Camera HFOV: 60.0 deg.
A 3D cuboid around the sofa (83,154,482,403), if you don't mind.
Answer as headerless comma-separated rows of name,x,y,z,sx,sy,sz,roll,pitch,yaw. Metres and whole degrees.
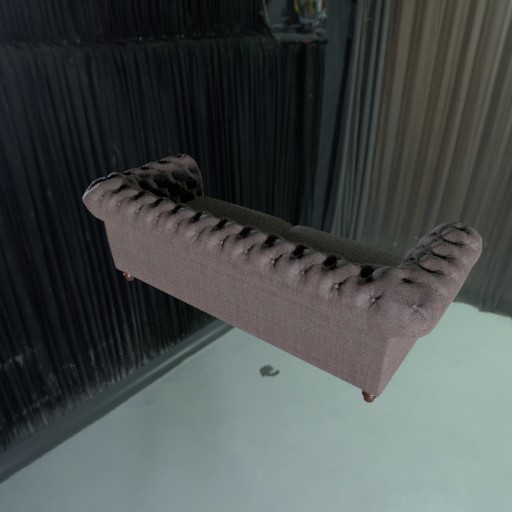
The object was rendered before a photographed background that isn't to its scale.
sofa,0.000,0.000,2.812,2.385,0.787,0.944,21,36,32
